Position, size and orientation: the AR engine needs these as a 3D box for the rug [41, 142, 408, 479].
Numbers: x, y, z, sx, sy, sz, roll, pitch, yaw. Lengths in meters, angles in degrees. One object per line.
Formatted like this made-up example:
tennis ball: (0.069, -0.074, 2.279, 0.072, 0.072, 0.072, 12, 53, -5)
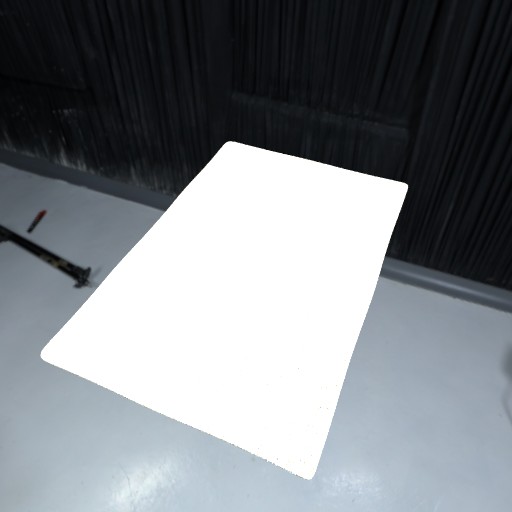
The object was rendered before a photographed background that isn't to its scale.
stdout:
rug: (0.000, 0.000, 3.363, 1.798, 0.025, 2.698, 18, 49, 16)
